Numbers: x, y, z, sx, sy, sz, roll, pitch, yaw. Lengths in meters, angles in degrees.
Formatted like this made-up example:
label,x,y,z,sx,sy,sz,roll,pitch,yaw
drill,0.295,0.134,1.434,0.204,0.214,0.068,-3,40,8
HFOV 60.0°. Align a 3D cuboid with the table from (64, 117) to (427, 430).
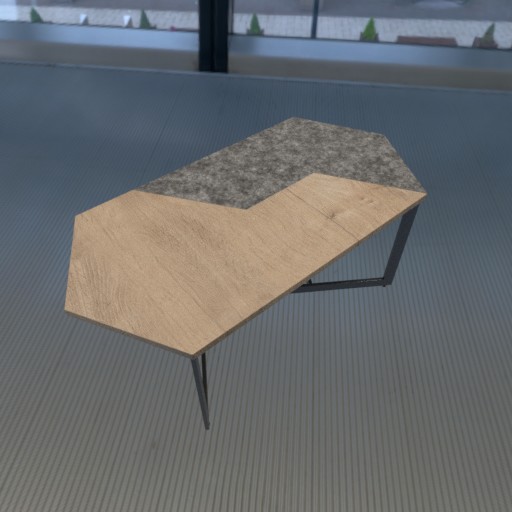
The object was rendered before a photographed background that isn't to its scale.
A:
label,x,y,z,sx,sy,sz,roll,pitch,yaw
table,0.000,0.000,1.512,1.219,0.457,0.609,-32,54,-26
